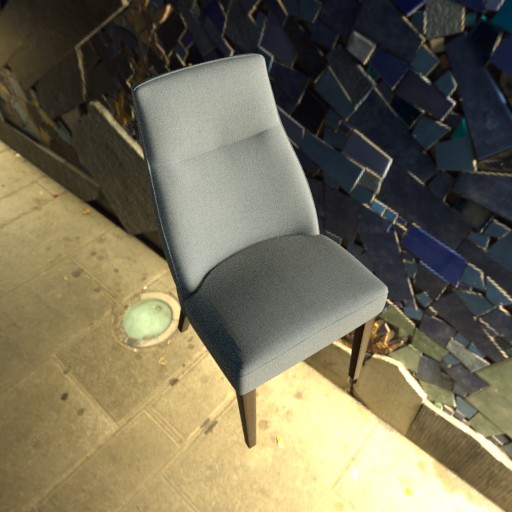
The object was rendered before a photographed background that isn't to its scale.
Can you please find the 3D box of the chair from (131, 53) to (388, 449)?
[{"bbox_3d":[0.000,0.000,1.299,0.500,0.930,0.620,-25,51,-22],"label":"chair"}]
